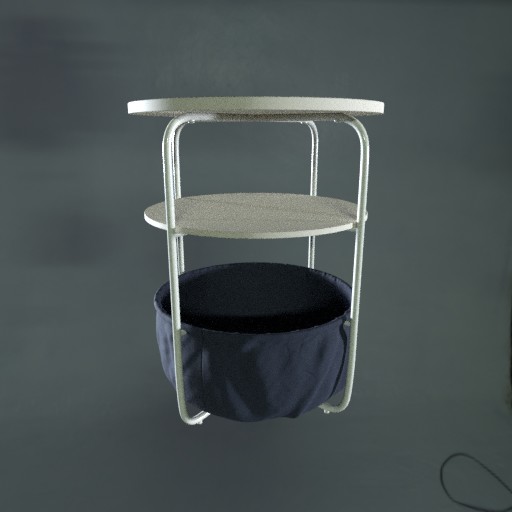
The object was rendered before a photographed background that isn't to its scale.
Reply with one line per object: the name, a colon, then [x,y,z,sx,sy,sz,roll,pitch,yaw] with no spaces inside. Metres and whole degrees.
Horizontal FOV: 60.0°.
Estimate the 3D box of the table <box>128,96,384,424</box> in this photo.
table: [0.000,0.000,0.824,0.418,0.532,0.418,-2,16,-7]
